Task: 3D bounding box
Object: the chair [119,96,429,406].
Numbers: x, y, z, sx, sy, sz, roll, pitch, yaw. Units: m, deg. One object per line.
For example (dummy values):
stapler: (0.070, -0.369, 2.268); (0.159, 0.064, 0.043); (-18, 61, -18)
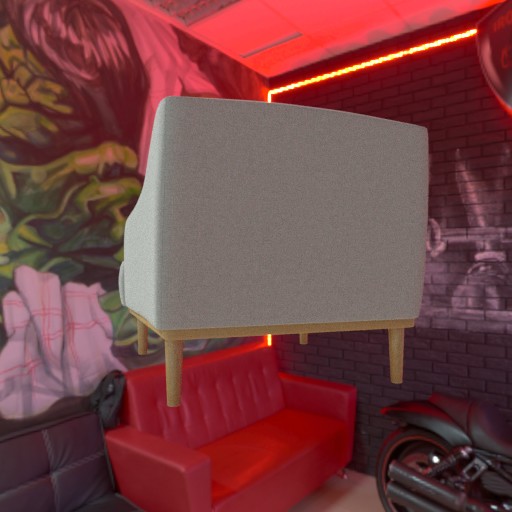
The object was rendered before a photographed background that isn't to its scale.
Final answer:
chair: (0.000, 0.000, 1.647); (0.946, 0.818, 0.951); (0, -1, -19)
